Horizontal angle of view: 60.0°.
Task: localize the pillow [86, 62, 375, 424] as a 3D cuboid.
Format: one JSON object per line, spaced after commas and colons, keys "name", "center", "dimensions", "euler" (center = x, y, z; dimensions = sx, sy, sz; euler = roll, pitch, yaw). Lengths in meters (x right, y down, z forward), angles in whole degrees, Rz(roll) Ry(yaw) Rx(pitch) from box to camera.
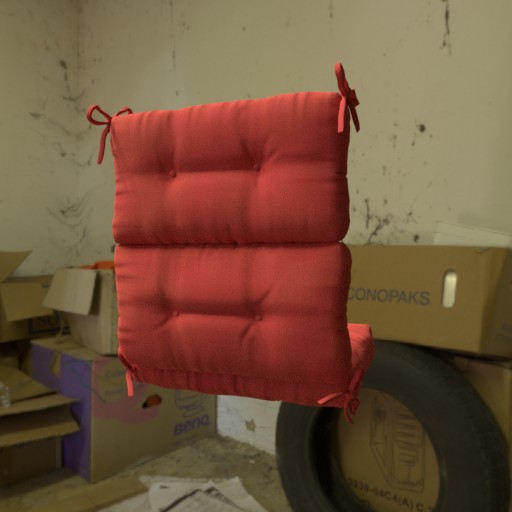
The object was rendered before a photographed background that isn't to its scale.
{"name": "pillow", "center": [0.000, 0.000, 1.016], "dimensions": [0.519, 0.605, 0.571], "euler": [0, 0, 19]}
